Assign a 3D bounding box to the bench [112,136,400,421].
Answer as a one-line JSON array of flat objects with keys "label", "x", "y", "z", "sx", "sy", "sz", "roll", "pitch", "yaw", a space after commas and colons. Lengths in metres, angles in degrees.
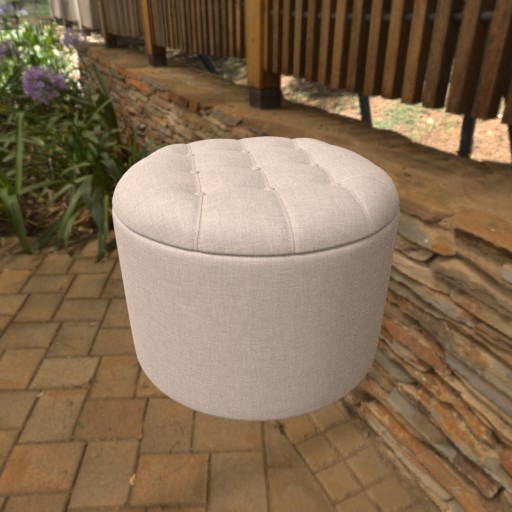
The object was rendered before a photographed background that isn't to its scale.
[{"label": "bench", "x": 0.000, "y": 0.000, "z": 1.028, "sx": 0.600, "sy": 0.453, "sz": 0.600, "roll": 0, "pitch": 29, "yaw": 0}]
